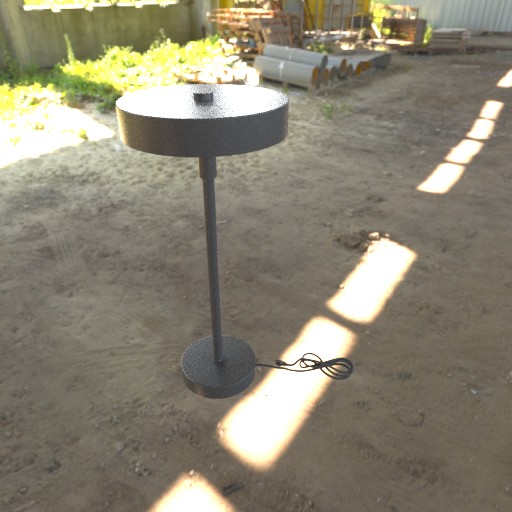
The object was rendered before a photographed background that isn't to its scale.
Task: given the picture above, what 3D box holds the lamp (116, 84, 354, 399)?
[{"bbox_3d":[0.000,0.000,0.720,0.369,0.508,0.229,0,30,0],"label":"lamp"}]
